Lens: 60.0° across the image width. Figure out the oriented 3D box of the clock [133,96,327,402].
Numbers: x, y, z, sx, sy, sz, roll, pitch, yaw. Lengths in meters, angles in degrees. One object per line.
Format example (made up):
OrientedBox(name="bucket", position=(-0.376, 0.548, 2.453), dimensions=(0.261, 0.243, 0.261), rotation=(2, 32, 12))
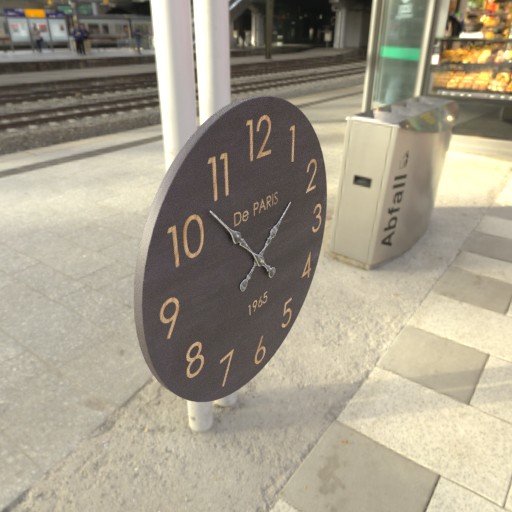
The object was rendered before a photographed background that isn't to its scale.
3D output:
OrientedBox(name="clock", position=(0.000, 0.000, 0.876), dimensions=(0.029, 0.595, 0.595), rotation=(17, 31, 31))
